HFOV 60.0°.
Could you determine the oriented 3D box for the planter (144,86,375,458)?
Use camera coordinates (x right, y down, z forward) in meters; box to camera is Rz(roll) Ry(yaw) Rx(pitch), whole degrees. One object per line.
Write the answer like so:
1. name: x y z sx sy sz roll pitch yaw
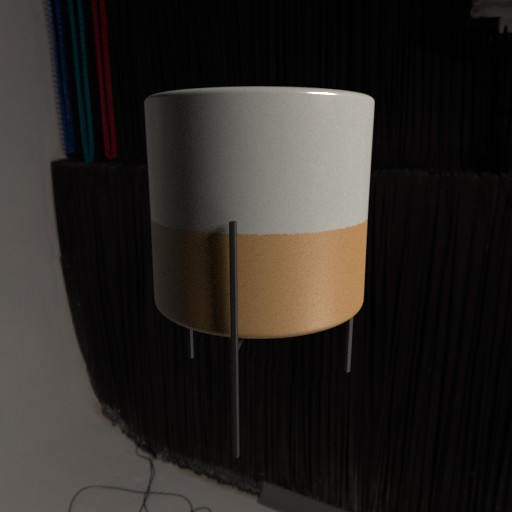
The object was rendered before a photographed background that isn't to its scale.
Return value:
1. planter: 0.000 0.000 0.646 0.310 0.432 0.310 7 16 25
